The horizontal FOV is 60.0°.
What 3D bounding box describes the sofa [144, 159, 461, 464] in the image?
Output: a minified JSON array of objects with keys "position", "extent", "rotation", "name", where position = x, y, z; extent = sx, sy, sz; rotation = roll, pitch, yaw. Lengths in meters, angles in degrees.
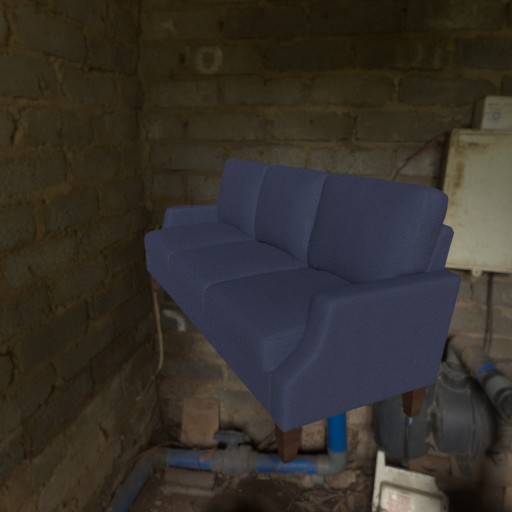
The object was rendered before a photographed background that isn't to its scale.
[{"position":[0.000,0.000,2.545],"extent":[0.888,0.984,2.115],"rotation":[-8,18,-25],"name":"sofa"}]
